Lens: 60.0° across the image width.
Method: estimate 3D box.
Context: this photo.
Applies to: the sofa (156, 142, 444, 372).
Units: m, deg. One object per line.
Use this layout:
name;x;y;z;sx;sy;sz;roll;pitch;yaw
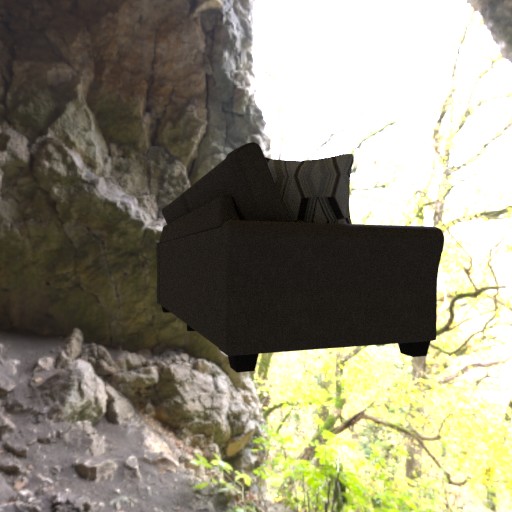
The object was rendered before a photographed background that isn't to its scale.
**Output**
sofa;0.000;0.000;2.538;0.889;0.813;2.032;0;-1;-19
